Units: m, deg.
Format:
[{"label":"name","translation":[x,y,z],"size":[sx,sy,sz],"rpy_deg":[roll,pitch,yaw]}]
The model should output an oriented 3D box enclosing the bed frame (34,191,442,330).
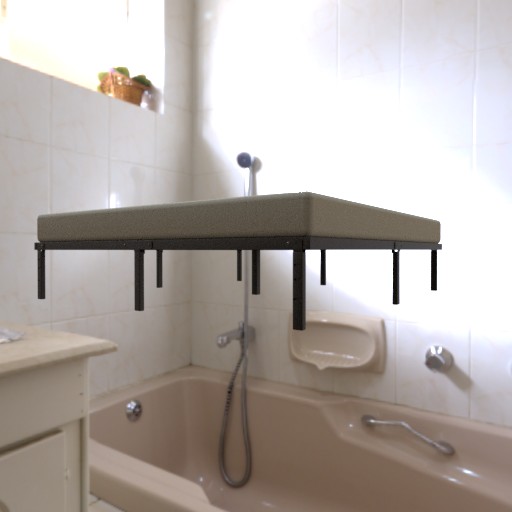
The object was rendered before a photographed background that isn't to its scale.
[{"label":"bed frame","translation":[0.000,0.000,3.908],"size":[2.526,0.680,2.635],"rpy_deg":[0,1,36]}]
